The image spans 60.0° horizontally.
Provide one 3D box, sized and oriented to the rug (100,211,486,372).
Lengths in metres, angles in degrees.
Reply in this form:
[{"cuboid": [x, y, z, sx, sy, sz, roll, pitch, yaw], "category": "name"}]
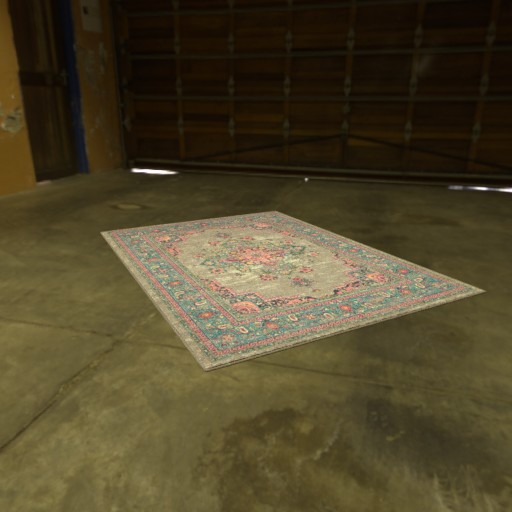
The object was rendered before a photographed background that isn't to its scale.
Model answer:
[{"cuboid": [0.000, 0.000, 2.926, 1.609, 0.013, 2.214, -10, 21, -27], "category": "rug"}]
